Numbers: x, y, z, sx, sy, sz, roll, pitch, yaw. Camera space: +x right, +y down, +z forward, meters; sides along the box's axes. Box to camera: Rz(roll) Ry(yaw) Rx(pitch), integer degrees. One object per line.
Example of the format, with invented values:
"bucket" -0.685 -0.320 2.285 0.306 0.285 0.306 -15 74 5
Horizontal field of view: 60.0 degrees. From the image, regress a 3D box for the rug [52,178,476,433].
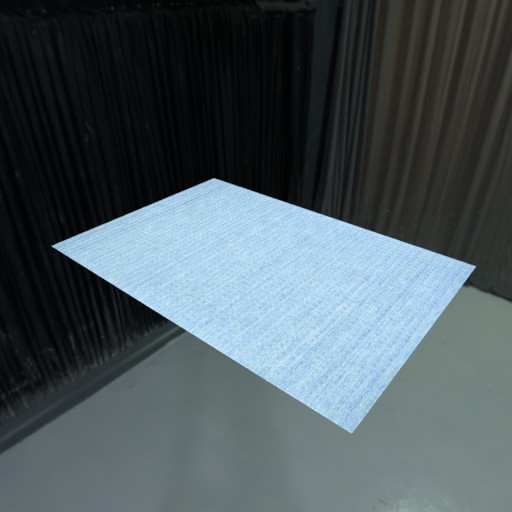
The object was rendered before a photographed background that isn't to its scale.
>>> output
"rug" 0.000 0.000 3.659 2.895 0.006 1.982 24 39 33
